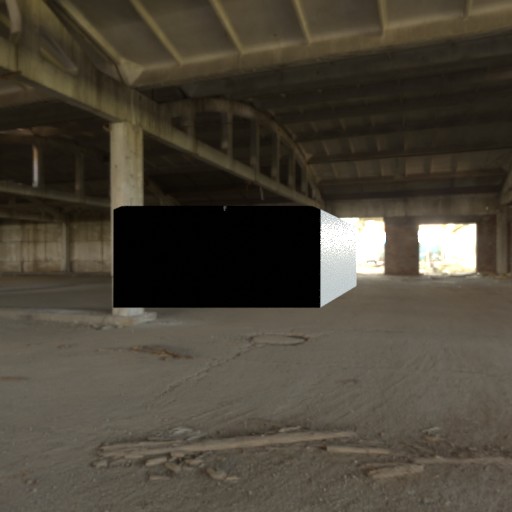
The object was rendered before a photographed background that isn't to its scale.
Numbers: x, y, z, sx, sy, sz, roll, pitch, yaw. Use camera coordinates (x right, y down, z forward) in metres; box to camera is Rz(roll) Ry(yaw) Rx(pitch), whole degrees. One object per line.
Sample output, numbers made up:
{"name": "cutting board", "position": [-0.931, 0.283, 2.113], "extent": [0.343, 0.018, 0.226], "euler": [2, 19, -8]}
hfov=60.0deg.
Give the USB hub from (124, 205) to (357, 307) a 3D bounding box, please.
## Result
{"name": "USB hub", "position": [0.000, 0.000, 0.125], "extent": [0.044, 0.023, 0.110], "euler": [0, 0, 19]}
